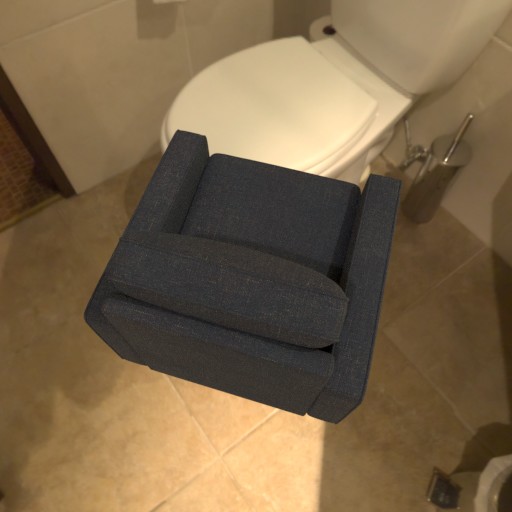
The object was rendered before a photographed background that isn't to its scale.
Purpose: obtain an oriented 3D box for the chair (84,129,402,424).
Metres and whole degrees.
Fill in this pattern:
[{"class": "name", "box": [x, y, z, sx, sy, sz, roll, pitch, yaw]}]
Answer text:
[{"class": "chair", "box": [0.000, 0.000, 1.768, 1.017, 0.919, 0.940, 15, 63, 8]}]
